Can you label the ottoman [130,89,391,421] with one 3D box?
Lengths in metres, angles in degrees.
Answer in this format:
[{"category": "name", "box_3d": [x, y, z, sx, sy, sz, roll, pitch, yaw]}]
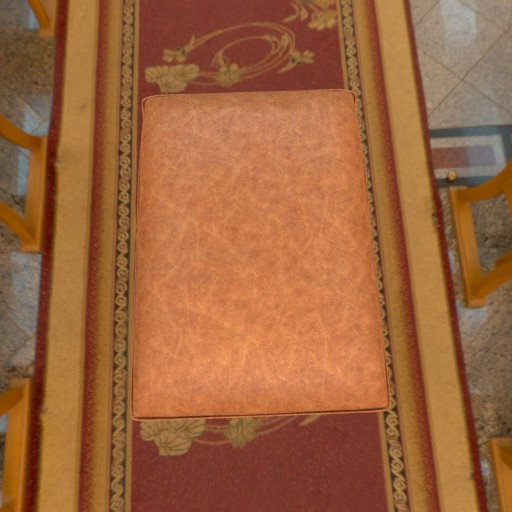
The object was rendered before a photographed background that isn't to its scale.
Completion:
[{"category": "ottoman", "box_3d": [0.000, 0.000, 1.077, 0.533, 0.480, 0.710, -2, 75, -1]}]
